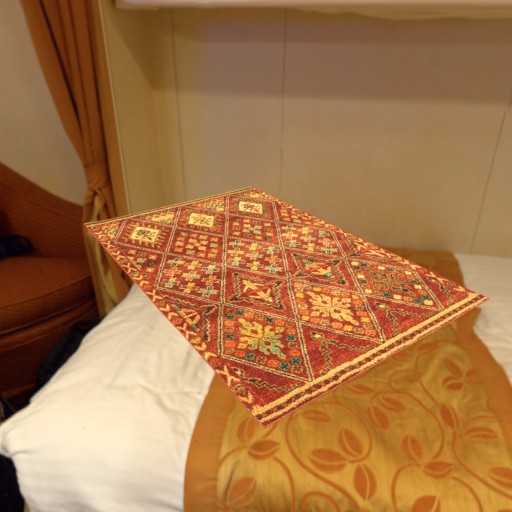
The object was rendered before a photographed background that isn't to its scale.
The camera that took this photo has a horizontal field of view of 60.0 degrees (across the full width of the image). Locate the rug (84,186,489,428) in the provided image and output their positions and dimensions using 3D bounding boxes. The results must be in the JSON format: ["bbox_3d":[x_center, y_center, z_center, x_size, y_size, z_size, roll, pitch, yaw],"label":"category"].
[{"bbox_3d":[0.000,0.000,2.854,1.521,0.026,2.286,-18,33,-31],"label":"rug"}]
